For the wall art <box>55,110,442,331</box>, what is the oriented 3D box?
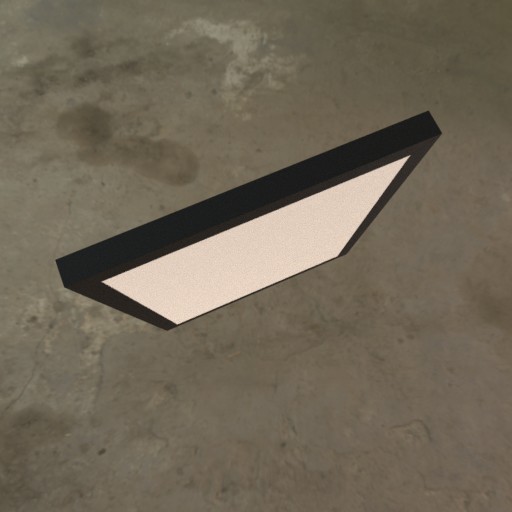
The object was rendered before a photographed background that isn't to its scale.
[{"bbox_3d":[0.000,0.000,0.552,0.329,0.404,0.024,-23,77,-6],"label":"wall art"}]
